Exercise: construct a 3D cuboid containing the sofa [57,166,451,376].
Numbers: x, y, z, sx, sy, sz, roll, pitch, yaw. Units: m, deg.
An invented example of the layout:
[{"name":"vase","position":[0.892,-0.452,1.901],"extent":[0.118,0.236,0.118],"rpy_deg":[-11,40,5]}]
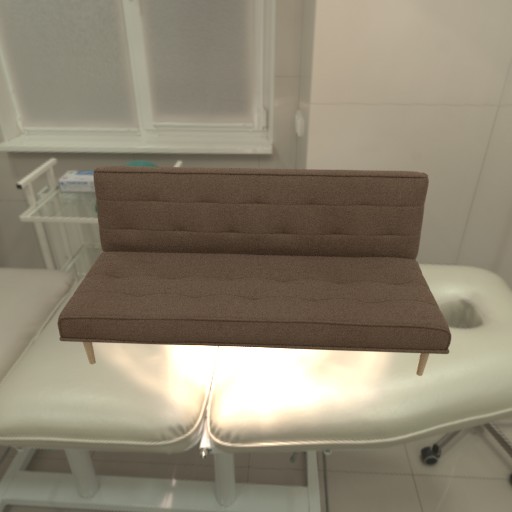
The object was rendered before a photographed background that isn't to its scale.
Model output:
[{"name":"sofa","position":[0.000,0.000,2.391],"extent":[1.820,0.810,1.038],"rpy_deg":[1,31,2]}]
